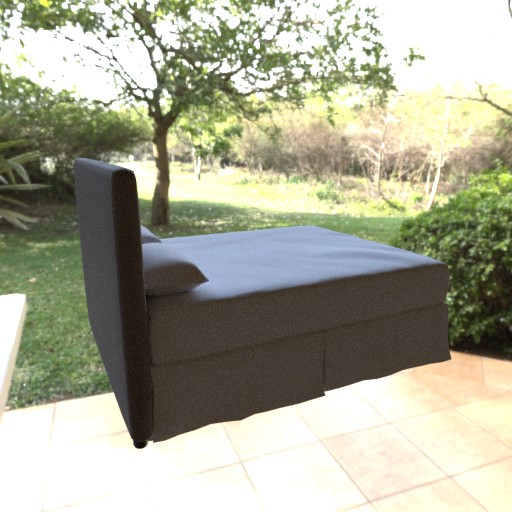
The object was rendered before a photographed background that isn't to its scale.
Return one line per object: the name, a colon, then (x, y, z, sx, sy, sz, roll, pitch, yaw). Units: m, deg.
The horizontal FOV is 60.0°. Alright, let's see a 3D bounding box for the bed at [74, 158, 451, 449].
bed: (0.000, 0.000, 3.078, 2.142, 1.330, 1.723, -7, 16, -26)
